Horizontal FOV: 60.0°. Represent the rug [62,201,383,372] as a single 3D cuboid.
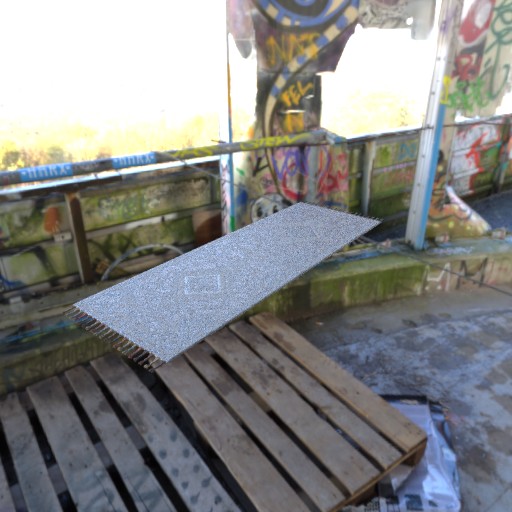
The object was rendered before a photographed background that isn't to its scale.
[{"bbox_3d":[0.000,0.000,2.846,2.378,0.018,1.324,-17,30,-31],"label":"rug"}]
